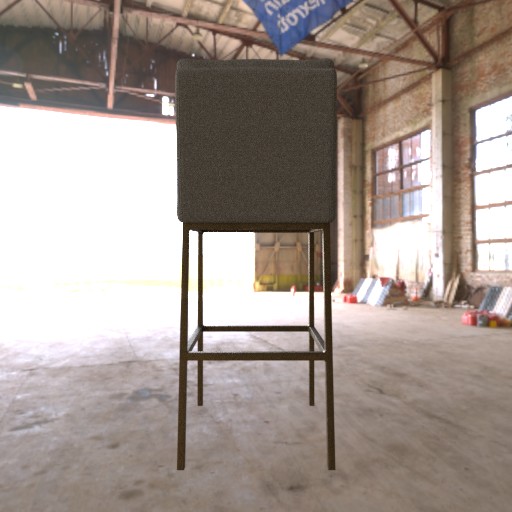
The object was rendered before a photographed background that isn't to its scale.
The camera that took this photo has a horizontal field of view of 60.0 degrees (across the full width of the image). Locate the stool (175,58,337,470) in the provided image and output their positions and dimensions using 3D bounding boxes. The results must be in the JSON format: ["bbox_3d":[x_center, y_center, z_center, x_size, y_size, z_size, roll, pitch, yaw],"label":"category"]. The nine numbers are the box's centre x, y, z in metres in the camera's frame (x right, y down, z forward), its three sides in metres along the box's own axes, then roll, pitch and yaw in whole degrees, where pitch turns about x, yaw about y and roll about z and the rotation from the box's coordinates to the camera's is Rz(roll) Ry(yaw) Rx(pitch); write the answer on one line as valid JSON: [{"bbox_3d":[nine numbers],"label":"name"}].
[{"bbox_3d":[0.000,0.000,1.438,0.463,1.132,0.569,0,-1,0],"label":"stool"}]
